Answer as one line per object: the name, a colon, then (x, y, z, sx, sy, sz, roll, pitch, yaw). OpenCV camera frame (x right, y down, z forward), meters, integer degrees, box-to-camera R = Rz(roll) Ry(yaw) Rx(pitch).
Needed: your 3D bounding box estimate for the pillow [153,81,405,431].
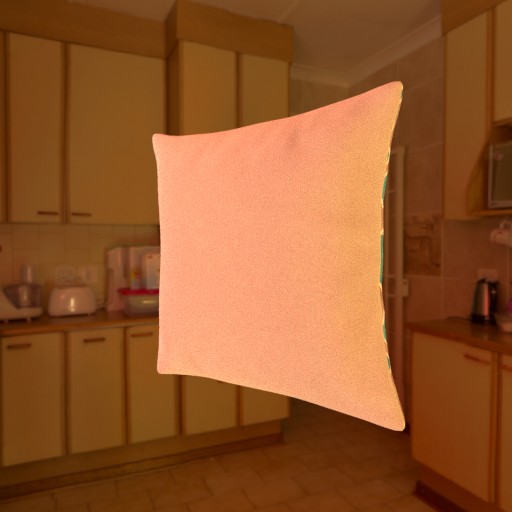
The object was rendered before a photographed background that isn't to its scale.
pillow: (0.000, 0.000, 0.790, 0.526, 0.507, 0.166, 1, 1, 36)
